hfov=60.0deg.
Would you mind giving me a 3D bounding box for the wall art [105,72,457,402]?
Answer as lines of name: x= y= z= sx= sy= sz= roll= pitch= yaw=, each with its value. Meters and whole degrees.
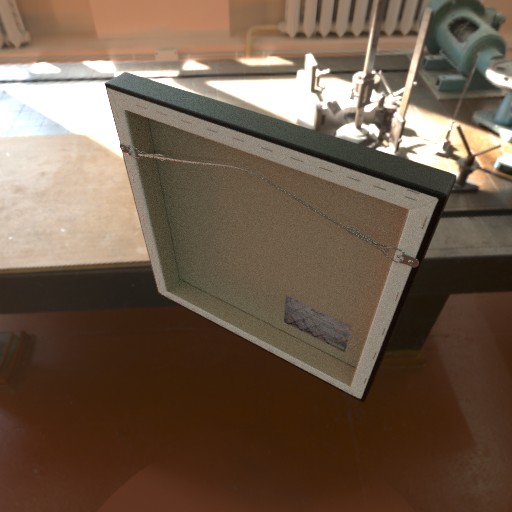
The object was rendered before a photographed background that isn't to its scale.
wall art: x=0.000 y=0.000 z=0.612 sx=0.406 sy=0.407 sz=0.041 roll=24 pitch=51 yaw=21
